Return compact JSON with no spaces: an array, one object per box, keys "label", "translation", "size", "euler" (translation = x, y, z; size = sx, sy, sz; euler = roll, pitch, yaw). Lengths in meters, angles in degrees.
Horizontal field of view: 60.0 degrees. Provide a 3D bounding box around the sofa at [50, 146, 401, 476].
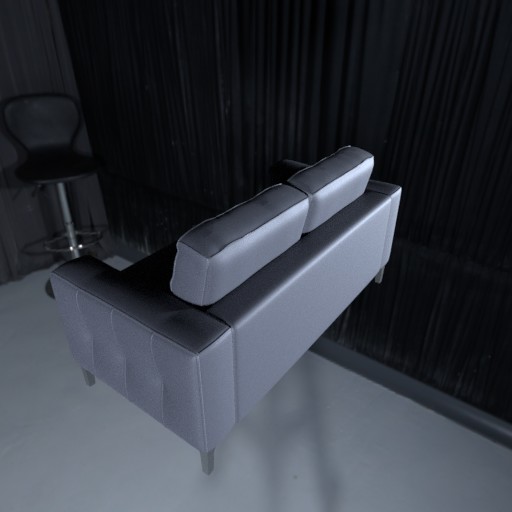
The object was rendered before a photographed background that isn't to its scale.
[{"label":"sofa","translation":[0.000,0.000,2.225],"size":[0.833,0.893,1.726],"euler":[21,37,31]}]
